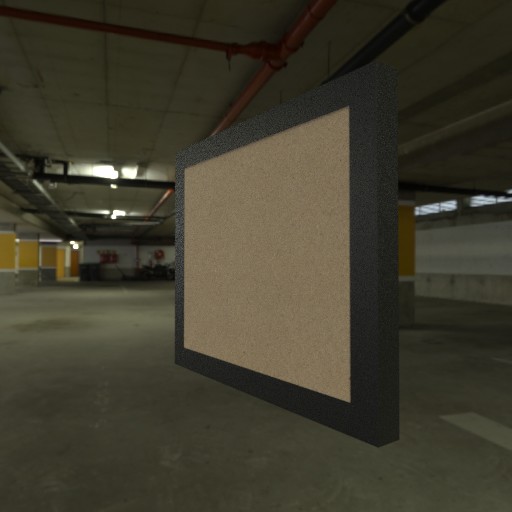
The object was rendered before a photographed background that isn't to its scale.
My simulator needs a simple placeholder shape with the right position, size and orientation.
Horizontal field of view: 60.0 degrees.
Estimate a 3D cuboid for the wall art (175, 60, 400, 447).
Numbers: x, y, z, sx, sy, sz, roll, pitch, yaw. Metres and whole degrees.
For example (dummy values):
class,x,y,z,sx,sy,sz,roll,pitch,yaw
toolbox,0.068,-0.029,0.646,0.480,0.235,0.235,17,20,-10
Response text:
class,x,y,z,sx,sy,sz,roll,pitch,yaw
wall art,0.000,0.000,0.529,0.028,0.321,0.381,1,-1,-36
